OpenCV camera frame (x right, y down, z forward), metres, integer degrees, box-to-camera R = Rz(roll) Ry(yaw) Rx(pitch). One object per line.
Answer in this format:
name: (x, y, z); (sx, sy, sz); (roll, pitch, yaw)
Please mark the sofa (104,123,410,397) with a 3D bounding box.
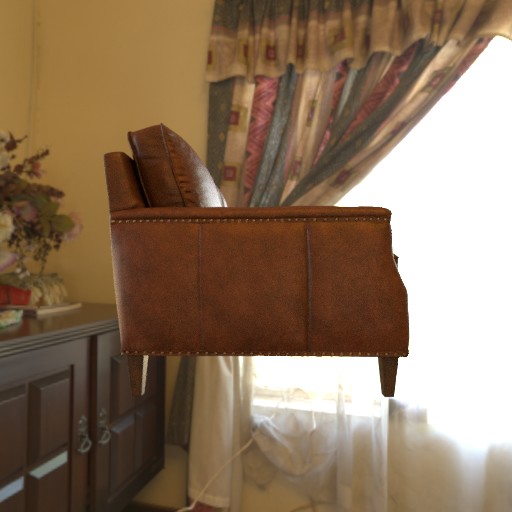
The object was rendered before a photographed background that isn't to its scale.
sofa: (0.000, 0.000, 2.292); (1.083, 1.003, 1.628); (0, -1, 1)
